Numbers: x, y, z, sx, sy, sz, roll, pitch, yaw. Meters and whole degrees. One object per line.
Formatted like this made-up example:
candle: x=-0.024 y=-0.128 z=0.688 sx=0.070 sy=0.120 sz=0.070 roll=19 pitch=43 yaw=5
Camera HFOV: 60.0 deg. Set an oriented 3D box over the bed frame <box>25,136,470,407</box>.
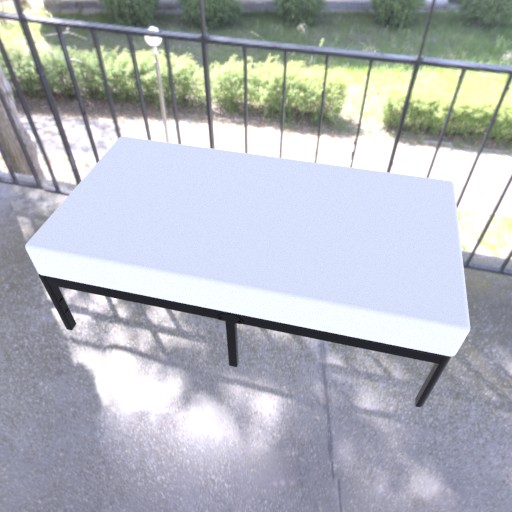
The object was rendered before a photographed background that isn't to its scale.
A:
bed frame: x=0.000 y=0.000 z=2.431 sx=1.950 sy=0.659 sz=1.023 roll=10 pitch=46 yaw=10
